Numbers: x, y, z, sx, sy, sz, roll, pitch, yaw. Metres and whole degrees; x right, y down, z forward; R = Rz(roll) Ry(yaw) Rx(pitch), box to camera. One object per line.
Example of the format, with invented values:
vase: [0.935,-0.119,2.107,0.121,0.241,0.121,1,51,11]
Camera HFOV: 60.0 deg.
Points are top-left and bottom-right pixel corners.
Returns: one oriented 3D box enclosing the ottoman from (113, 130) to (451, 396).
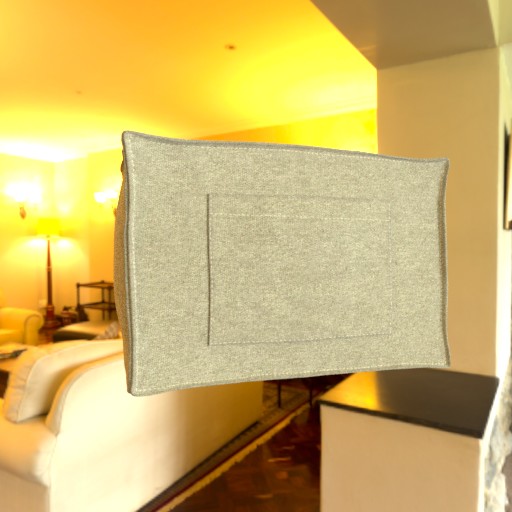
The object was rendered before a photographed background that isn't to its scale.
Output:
ottoman: [0.000,0.000,1.157,0.707,0.470,0.696,0,1,-17]
